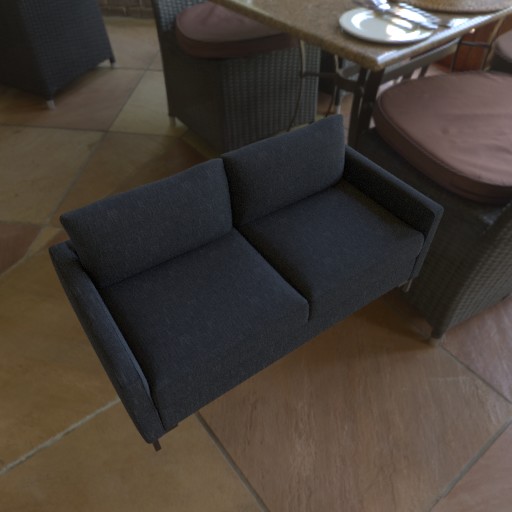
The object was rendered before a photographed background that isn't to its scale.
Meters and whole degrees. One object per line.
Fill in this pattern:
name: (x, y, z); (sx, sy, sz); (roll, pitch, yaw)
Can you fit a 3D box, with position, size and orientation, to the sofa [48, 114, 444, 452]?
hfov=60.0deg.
sofa: (0.000, 0.000, 2.208); (1.716, 0.862, 0.866); (-26, 51, -23)
